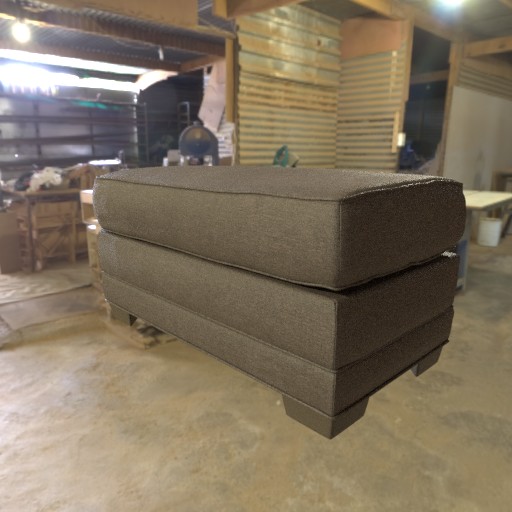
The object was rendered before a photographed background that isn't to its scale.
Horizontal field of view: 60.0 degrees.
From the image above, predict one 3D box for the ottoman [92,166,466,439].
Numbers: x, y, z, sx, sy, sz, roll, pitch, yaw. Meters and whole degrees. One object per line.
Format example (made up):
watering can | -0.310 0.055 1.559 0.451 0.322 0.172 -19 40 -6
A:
ottoman | 0.000 0.000 1.131 0.490 0.448 0.864 -13 19 -42
